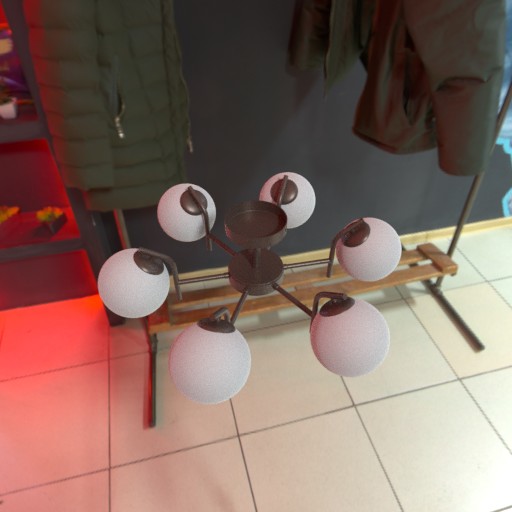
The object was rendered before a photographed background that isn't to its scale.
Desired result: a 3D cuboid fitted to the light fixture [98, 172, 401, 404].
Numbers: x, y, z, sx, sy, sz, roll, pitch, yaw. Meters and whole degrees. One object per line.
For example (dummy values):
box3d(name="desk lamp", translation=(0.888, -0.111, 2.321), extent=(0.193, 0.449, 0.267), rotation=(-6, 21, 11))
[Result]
box3d(name="light fixture", translation=(0.000, 0.000, 0.946), extent=(0.662, 0.201, 0.662), rotation=(0, 42, 0))
